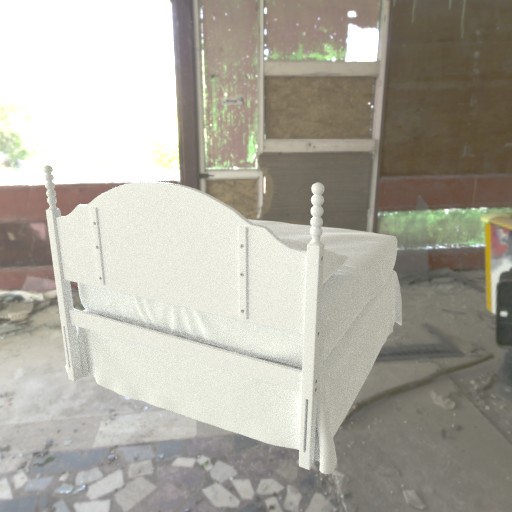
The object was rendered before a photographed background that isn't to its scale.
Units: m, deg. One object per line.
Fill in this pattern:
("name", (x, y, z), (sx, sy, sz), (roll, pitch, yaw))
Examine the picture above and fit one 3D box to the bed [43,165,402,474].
("bed", (0.000, 0.000, 3.138), (1.873, 1.356, 2.040), (9, 19, 27))
